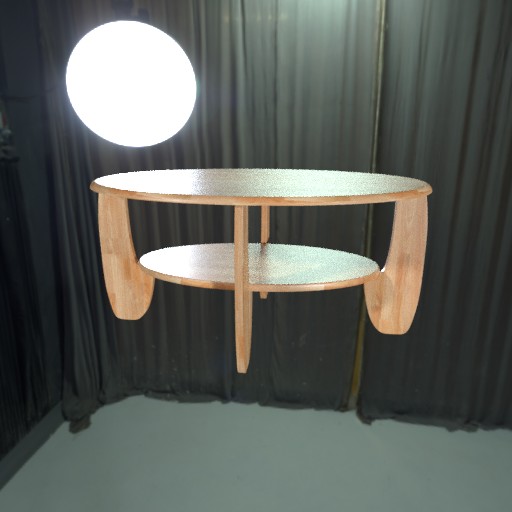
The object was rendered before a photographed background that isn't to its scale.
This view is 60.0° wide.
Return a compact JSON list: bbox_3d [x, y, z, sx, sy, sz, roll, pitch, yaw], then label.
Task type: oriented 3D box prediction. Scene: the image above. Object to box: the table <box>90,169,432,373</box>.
[{"bbox_3d":[0.000,0.000,1.430,1.040,0.490,0.690,2,17,7],"label":"table"}]
